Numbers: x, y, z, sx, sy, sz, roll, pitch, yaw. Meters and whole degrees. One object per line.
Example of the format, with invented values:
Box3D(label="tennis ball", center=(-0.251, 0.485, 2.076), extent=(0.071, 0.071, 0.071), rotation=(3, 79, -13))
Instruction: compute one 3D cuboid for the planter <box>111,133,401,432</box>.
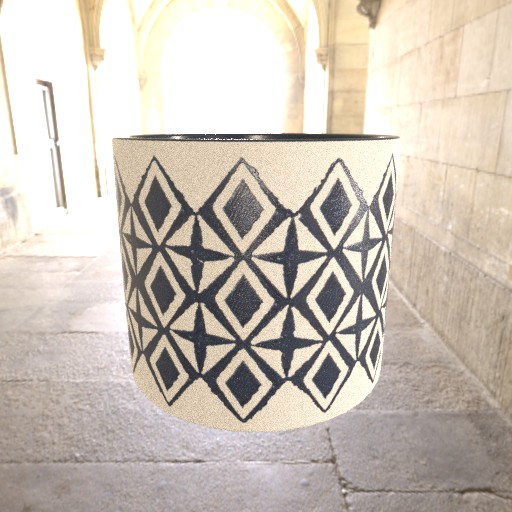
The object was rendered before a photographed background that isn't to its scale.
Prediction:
Box3D(label="planter", center=(0.000, 0.000, 0.273), extent=(0.159, 0.144, 0.159), rotation=(0, 16, 0))
